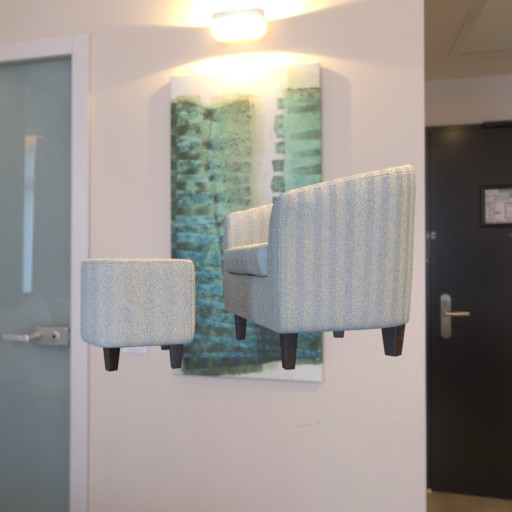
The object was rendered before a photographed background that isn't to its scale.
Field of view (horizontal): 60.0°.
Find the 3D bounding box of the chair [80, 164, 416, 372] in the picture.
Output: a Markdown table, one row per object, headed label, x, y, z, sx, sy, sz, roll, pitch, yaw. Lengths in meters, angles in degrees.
| label | x | y | z | sx | sy | sz | roll | pitch | yaw |
| --- | --- | --- | --- | --- | --- | --- | --- | --- | --- |
| chair | 0.000 | 0.000 | 1.749 | 1.288 | 0.757 | 0.756 | 0 | -1 | -18 |
